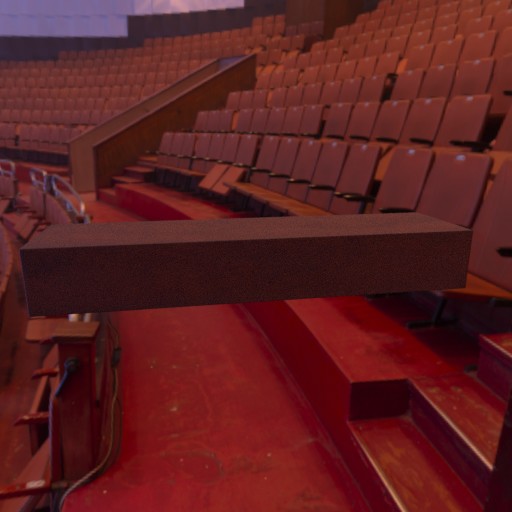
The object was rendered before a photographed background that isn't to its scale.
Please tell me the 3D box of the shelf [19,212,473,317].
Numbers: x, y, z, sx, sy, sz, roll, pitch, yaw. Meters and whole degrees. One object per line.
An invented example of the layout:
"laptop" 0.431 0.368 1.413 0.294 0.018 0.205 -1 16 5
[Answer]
"shelf" 0.000 0.000 0.668 0.607 0.088 0.152 -3 16 -10
